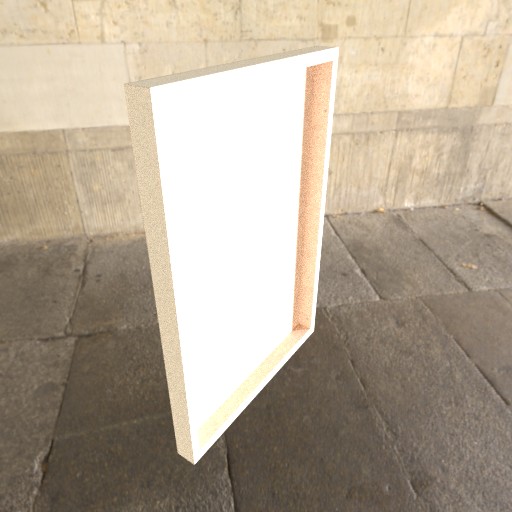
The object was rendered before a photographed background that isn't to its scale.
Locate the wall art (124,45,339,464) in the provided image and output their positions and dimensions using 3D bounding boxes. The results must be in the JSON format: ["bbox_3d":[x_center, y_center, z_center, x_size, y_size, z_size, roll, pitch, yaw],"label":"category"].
[{"bbox_3d":[0.000,0.000,0.750,0.038,0.608,0.418,20,37,29],"label":"wall art"}]
